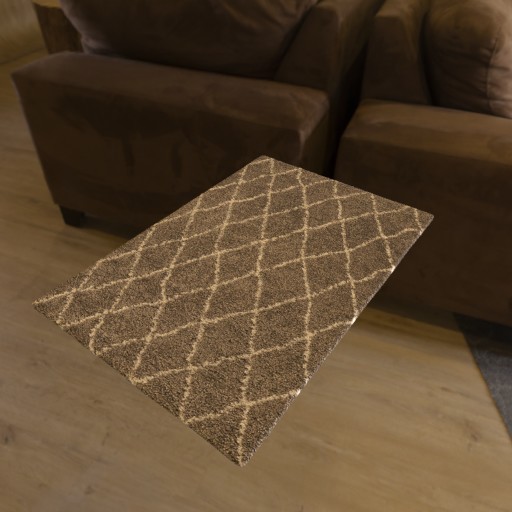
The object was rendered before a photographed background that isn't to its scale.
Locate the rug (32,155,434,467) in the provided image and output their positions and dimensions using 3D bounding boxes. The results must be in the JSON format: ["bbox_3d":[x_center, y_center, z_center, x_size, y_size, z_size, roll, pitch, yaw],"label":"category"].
[{"bbox_3d":[0.000,0.000,2.272,1.219,0.030,1.778,26,47,27],"label":"rug"}]
